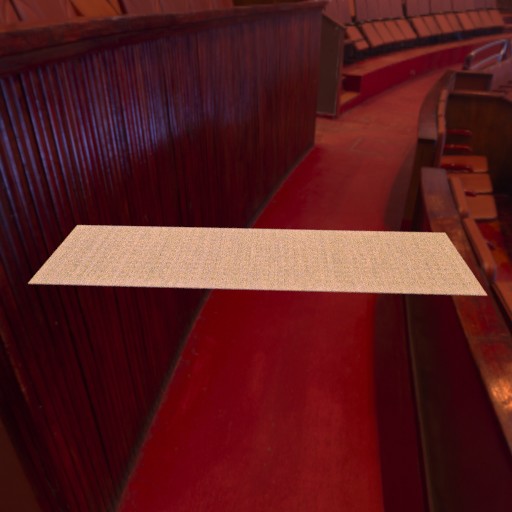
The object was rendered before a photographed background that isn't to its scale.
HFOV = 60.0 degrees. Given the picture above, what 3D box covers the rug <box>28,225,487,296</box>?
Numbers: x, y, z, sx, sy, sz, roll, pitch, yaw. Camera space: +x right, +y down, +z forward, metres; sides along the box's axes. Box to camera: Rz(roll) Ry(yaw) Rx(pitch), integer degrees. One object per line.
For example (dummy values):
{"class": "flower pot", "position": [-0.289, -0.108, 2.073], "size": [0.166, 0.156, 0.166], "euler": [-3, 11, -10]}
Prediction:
{"class": "rug", "position": [0.000, 0.000, 2.645], "size": [2.437, 0.006, 0.686], "euler": [1, 31, 2]}
